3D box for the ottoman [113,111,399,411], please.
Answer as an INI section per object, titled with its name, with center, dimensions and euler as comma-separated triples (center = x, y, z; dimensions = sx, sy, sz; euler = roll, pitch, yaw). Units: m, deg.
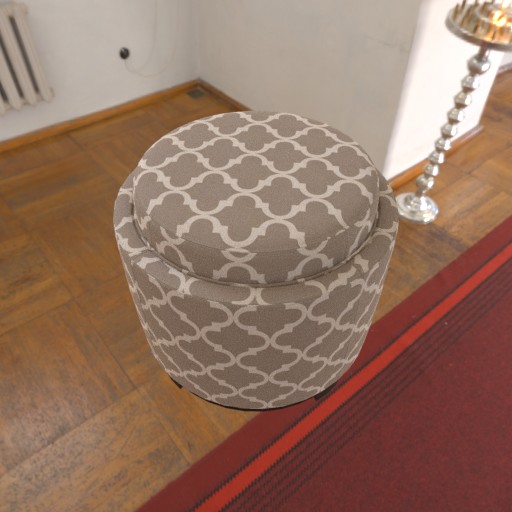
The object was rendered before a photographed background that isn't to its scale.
[ottoman]
center = 0.000, 0.000, 0.850
dimensions = 0.480, 0.429, 0.480
euler = 0, 45, 0
